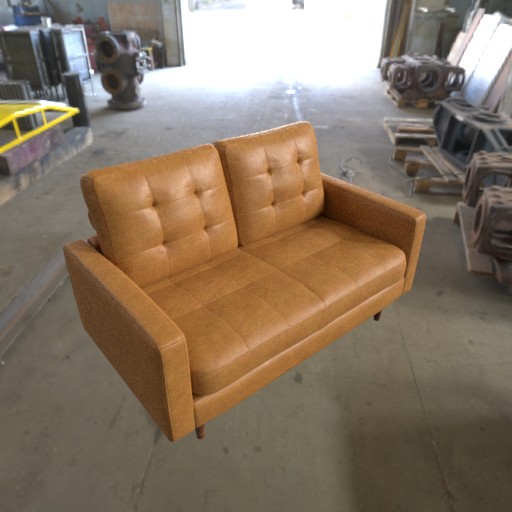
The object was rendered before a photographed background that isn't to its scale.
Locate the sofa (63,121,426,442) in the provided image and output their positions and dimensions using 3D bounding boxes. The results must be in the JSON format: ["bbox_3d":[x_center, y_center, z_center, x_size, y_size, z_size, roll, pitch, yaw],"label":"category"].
[{"bbox_3d":[0.000,0.000,1.991,1.430,0.898,0.868,-23,38,-33],"label":"sofa"}]
